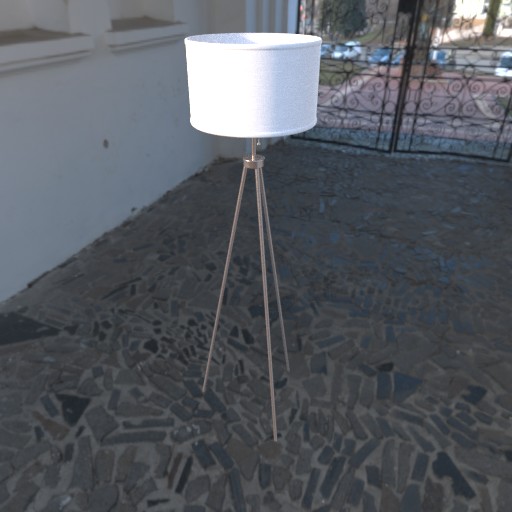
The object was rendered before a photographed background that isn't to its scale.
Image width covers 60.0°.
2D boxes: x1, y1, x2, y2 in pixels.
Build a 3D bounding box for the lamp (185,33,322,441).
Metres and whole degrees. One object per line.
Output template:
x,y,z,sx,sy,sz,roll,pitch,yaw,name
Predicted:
0.000,0.000,1.741,0.448,1.545,0.458,20,36,30,lamp
